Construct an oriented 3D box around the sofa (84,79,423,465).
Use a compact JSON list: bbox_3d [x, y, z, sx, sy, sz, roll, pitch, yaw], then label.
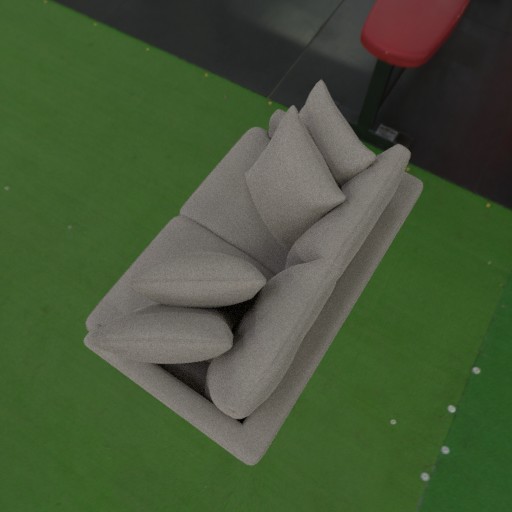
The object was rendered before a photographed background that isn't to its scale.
[{"bbox_3d":[0.000,0.000,2.566,1.228,1.080,1.869,31,69,14],"label":"sofa"}]
